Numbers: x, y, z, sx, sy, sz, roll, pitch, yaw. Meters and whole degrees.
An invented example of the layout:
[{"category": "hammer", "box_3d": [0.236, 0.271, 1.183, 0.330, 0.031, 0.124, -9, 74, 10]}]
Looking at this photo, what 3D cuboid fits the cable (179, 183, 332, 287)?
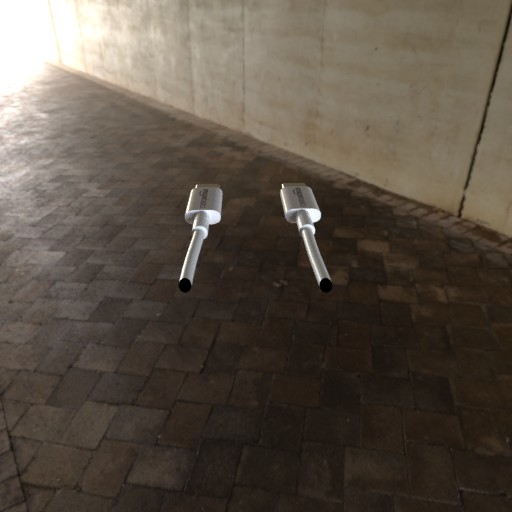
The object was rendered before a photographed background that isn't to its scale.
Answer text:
[{"category": "cable", "box_3d": [0.000, 0.000, 0.112, 0.041, 0.005, 0.098, -1, 30, -2]}]
